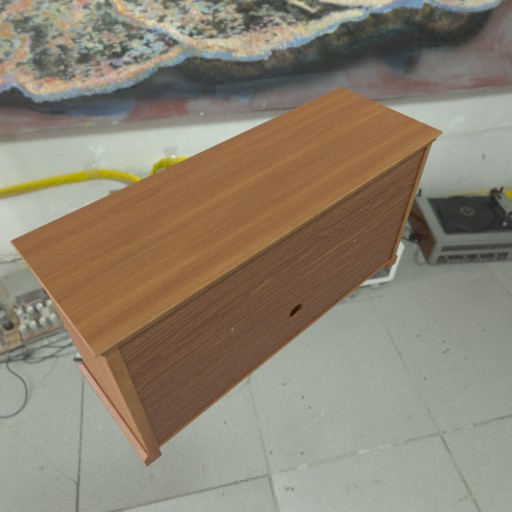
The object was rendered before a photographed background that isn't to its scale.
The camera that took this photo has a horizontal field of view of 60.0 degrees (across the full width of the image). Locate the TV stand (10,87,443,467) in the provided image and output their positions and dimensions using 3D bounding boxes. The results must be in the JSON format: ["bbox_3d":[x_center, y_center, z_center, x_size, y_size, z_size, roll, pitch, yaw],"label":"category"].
[{"bbox_3d":[0.000,0.000,1.413,1.181,0.607,0.417,-33,54,-28],"label":"TV stand"}]
